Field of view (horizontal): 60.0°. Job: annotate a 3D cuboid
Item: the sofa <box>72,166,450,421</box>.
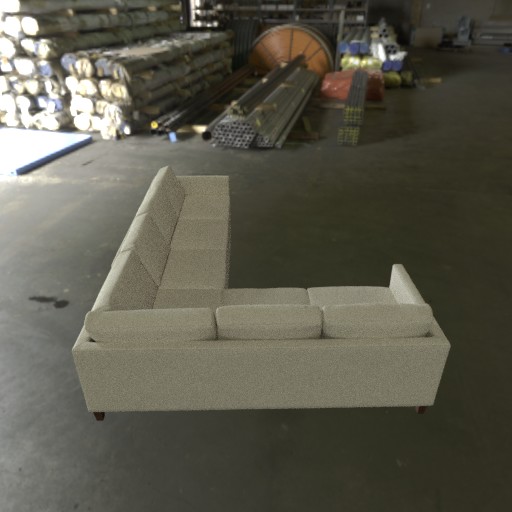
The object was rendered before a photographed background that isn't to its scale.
[{"bbox_3d":[0.000,0.000,4.289,2.432,0.863,3.182,-1,30,-1],"label":"sofa"}]
